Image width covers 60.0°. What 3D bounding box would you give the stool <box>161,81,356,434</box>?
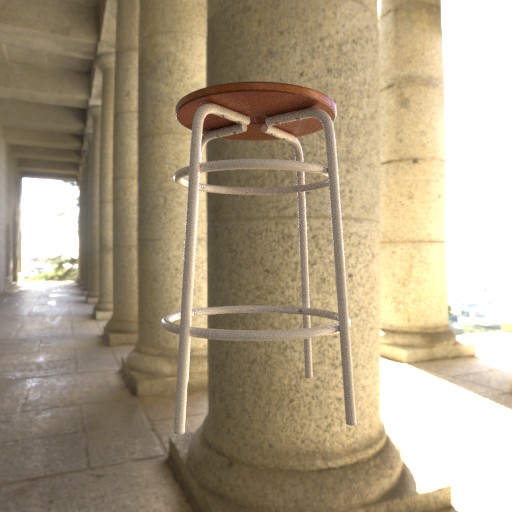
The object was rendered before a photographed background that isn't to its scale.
[{"bbox_3d":[0.000,0.000,0.939,0.455,0.610,0.455,0,0,37],"label":"stool"}]
